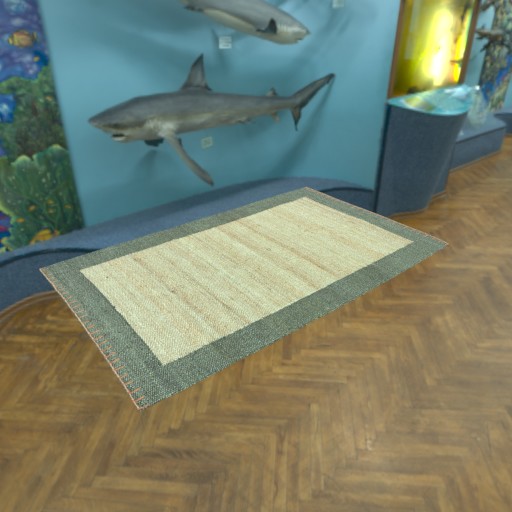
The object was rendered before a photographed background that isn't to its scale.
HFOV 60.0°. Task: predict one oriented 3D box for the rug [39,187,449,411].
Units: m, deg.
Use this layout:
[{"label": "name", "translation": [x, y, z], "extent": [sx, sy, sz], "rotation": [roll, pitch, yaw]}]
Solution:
[{"label": "rug", "translation": [0.000, 0.000, 3.035], "extent": [2.435, 0.006, 1.521], "rotation": [-21, 36, -33]}]
